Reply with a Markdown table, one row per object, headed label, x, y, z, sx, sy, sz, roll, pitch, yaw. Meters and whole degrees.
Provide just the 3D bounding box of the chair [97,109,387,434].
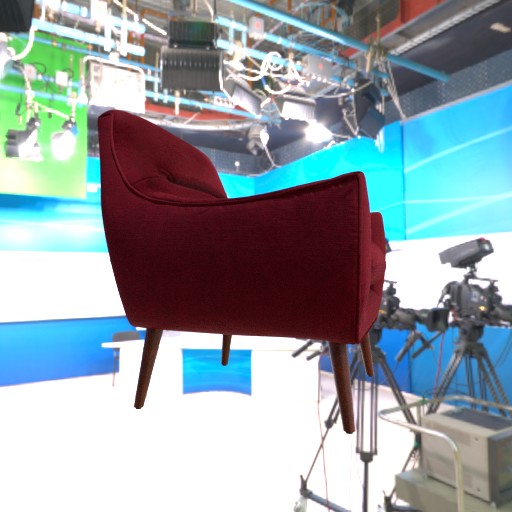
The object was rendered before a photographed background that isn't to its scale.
| label | x | y | z | sx | sy | sz | roll | pitch | yaw |
| --- | --- | --- | --- | --- | --- | --- | --- | --- | --- |
| chair | 0.000 | 0.000 | 1.414 | 0.787 | 0.838 | 0.762 | -1 | -2 | 19 |
